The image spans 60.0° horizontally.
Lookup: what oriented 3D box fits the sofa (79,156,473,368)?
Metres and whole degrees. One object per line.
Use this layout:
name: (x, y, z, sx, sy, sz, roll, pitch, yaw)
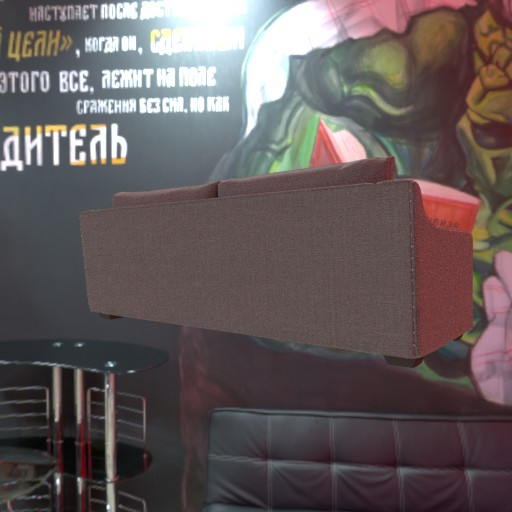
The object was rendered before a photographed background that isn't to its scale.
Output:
sofa: (0.000, 0.000, 2.658, 2.208, 0.857, 1.000, 0, 1, 38)
